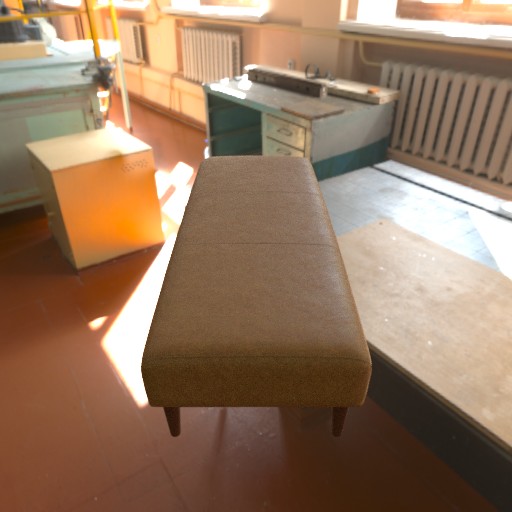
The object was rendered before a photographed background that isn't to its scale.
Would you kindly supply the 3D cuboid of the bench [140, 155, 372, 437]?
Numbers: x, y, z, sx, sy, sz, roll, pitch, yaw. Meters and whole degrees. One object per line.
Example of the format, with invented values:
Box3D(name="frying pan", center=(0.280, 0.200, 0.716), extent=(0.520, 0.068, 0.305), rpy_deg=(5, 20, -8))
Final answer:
Box3D(name="bench", center=(0.000, 0.000, 1.927), extent=(0.653, 0.399, 1.610), rpy_deg=(0, 32, 0))
